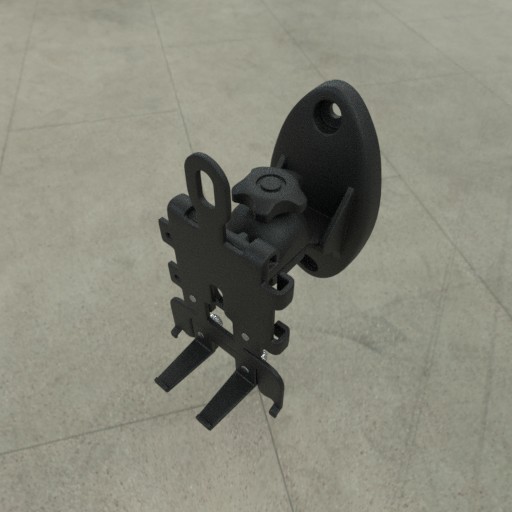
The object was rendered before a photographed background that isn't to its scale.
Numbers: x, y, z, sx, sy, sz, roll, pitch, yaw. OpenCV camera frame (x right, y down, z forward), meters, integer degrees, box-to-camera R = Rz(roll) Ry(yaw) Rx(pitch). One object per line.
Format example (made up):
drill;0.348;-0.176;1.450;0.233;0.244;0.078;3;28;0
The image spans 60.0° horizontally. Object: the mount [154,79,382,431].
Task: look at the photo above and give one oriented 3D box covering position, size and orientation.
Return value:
mount;0.000;0.000;0.177;0.066;0.118;0.100;32;55;26
